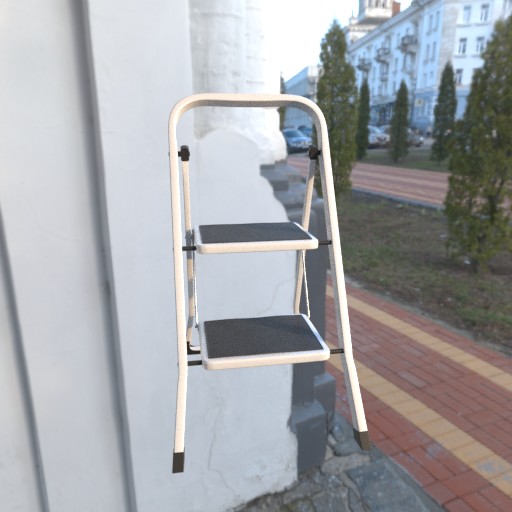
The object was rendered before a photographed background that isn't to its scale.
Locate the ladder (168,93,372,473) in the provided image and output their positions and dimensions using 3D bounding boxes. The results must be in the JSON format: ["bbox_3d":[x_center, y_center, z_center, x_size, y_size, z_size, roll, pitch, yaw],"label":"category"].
[{"bbox_3d":[0.000,0.000,1.146,0.460,0.810,0.544,-3,16,-9],"label":"ladder"}]
